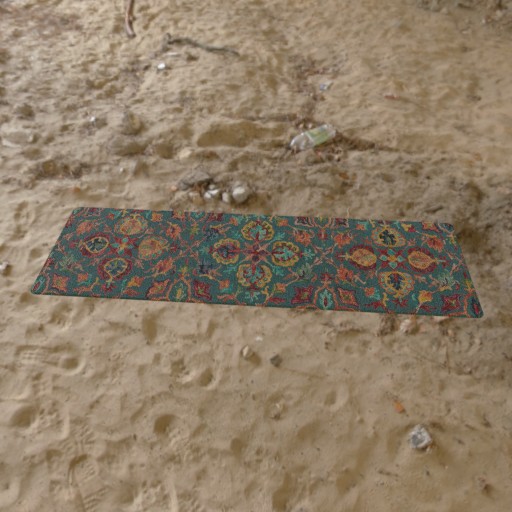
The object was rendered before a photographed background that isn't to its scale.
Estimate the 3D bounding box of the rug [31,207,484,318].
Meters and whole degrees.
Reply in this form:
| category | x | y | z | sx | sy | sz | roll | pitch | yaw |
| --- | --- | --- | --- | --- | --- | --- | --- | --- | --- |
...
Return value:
| category | x | y | z | sx | sy | sz | roll | pitch | yaw |
| --- | --- | --- | --- | --- | --- | --- | --- | --- | --- |
| rug | 0.000 | 0.000 | 2.450 | 2.286 | 0.013 | 0.686 | 3 | 47 | 3 |
